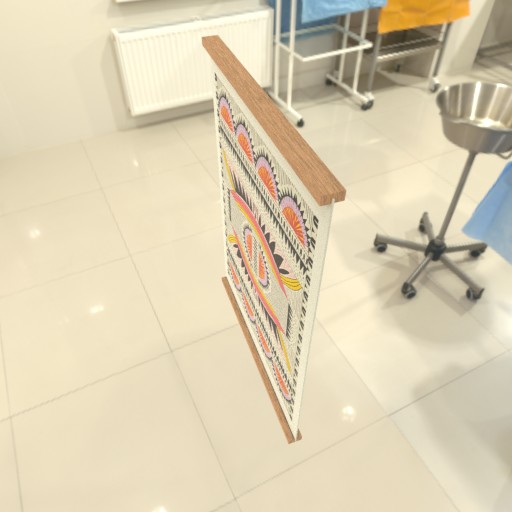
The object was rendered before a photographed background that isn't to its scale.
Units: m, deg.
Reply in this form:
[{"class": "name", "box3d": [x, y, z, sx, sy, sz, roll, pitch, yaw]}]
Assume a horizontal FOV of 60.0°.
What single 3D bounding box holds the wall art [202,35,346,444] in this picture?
[{"class": "wall art", "box3d": [0.000, 0.000, 0.804, 0.028, 0.609, 0.456, -14, 47, -14]}]
